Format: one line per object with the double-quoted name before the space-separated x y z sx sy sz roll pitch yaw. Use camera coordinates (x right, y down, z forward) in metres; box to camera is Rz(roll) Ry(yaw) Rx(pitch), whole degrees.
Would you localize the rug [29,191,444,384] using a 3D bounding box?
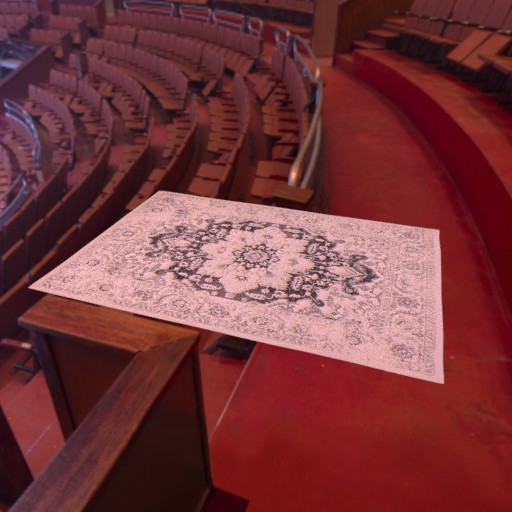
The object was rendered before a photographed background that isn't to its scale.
"rug" 0.000 0.000 2.294 1.813 0.008 1.223 10 32 16
